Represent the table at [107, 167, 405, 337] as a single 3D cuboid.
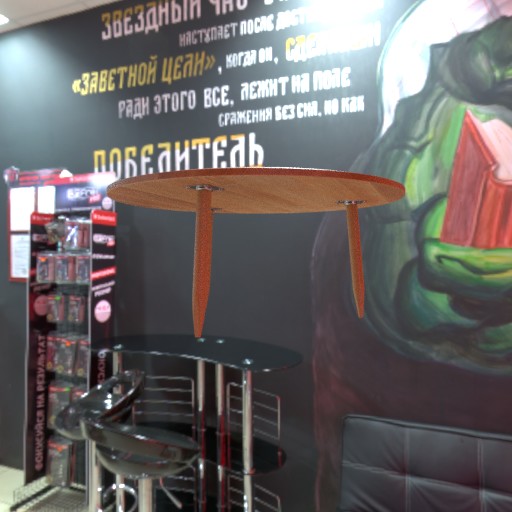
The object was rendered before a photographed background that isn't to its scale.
[{"bbox_3d":[0.000,0.000,1.409,0.900,0.400,0.900,0,0,0],"label":"table"}]
